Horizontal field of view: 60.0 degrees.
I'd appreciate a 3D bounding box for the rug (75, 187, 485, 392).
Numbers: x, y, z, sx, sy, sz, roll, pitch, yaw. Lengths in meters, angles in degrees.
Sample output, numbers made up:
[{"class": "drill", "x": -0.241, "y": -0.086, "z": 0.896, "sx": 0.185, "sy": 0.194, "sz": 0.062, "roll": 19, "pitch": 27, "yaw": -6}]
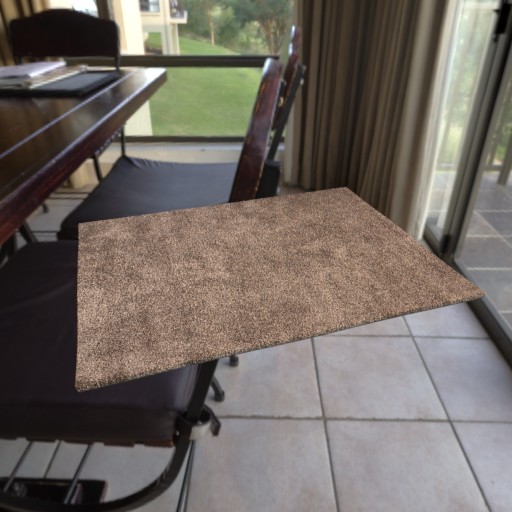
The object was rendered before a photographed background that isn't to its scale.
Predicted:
[{"class": "rug", "x": 0.000, "y": 0.000, "z": 2.101, "sx": 1.601, "sy": 0.025, "sz": 1.198, "roll": -10, "pitch": 33, "yaw": -16}]
